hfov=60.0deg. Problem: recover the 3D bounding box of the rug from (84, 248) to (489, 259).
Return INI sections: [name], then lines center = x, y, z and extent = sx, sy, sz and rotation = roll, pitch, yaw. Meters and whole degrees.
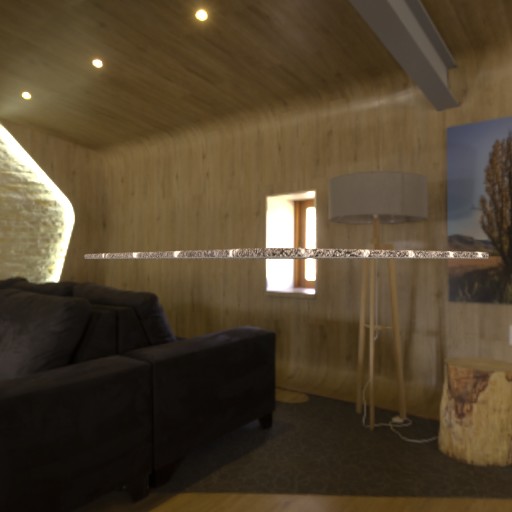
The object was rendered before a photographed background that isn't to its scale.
[rug]
center = 0.000, 0.000, 2.276
extent = 1.219, 0.030, 1.778
rotation = 0, -1, -37
